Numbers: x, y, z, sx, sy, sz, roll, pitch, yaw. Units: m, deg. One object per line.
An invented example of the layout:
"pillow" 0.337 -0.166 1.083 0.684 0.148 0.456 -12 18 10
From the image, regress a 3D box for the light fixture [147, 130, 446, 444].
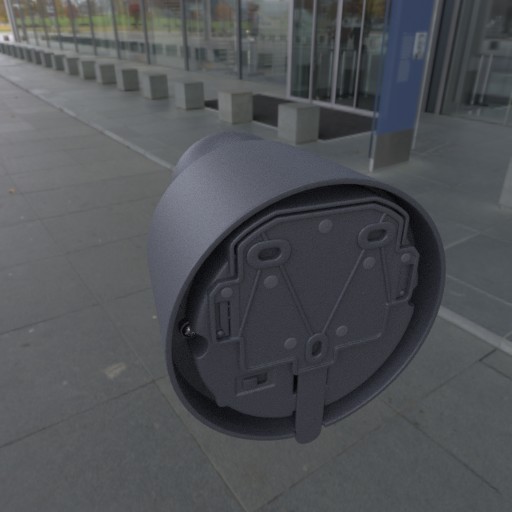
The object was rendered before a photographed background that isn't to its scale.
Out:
"light fixture" 0.000 0.000 0.262 0.134 0.143 0.160 -10 29 -18
